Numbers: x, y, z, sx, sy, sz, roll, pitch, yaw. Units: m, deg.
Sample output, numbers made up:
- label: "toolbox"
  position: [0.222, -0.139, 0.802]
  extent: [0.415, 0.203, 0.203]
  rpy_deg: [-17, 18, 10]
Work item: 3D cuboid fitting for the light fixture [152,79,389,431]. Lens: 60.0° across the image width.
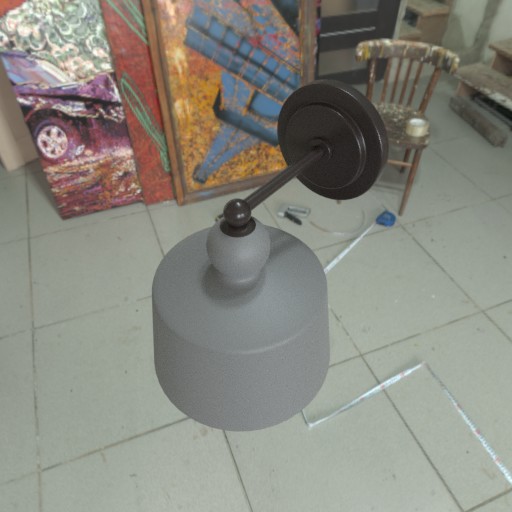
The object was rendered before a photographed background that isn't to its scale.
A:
- label: "light fixture"
  position: [0.000, 0.000, 0.442]
  extent: [0.204, 0.268, 0.254]
  rpy_deg: [30, 52, 27]
